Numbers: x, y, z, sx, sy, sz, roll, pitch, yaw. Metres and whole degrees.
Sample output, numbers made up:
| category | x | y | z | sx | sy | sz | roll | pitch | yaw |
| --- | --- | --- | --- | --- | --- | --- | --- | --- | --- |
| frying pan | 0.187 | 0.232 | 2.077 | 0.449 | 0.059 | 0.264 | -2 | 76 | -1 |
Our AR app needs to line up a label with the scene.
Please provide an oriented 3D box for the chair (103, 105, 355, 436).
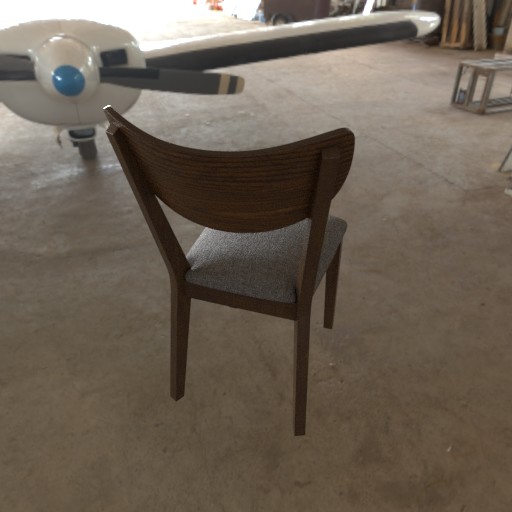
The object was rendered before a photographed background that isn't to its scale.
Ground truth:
| category | x | y | z | sx | sy | sz | roll | pitch | yaw |
| --- | --- | --- | --- | --- | --- | --- | --- | --- | --- |
| chair | 0.000 | 0.000 | 1.191 | 0.491 | 0.849 | 0.583 | 10 | 34 | 16 |
